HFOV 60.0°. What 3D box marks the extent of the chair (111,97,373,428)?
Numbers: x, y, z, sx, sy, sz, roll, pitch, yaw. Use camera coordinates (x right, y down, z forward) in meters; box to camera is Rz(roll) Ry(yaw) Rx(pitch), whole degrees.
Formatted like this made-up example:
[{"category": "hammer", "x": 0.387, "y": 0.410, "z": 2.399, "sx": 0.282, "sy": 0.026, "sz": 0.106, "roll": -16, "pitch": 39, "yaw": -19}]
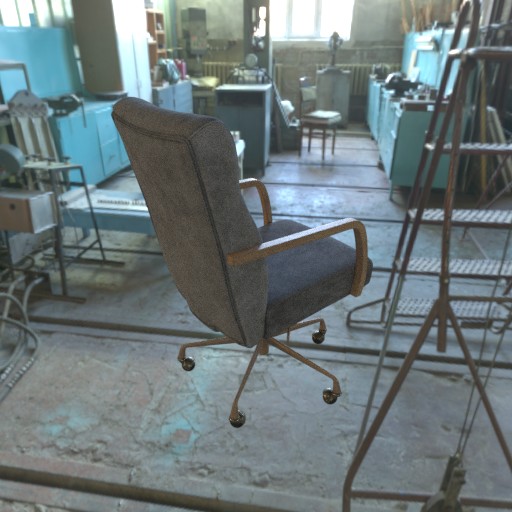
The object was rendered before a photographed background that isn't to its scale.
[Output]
[{"category": "chair", "x": 0.000, "y": 0.000, "z": 1.511, "sx": 0.741, "sy": 1.029, "sz": 0.640, "roll": -18, "pitch": 32, "yaw": -32}]
